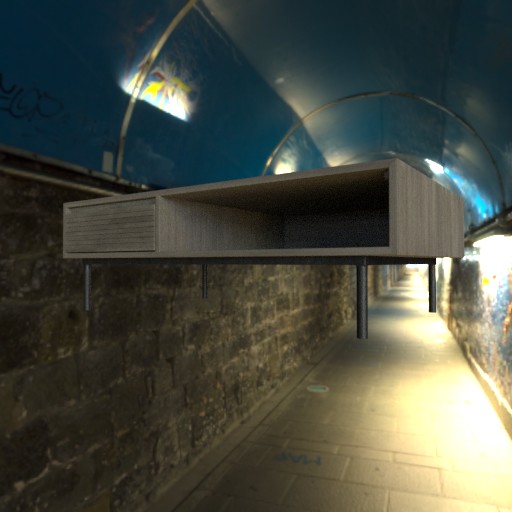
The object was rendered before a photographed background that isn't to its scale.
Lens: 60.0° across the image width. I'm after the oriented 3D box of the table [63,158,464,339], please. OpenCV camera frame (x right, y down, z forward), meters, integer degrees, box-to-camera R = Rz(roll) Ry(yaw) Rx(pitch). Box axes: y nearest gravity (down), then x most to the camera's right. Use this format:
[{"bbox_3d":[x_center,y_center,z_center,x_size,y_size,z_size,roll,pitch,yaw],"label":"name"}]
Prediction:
[{"bbox_3d":[0.000,0.000,1.389,1.088,0.347,0.643,-1,-1,35],"label":"table"}]
